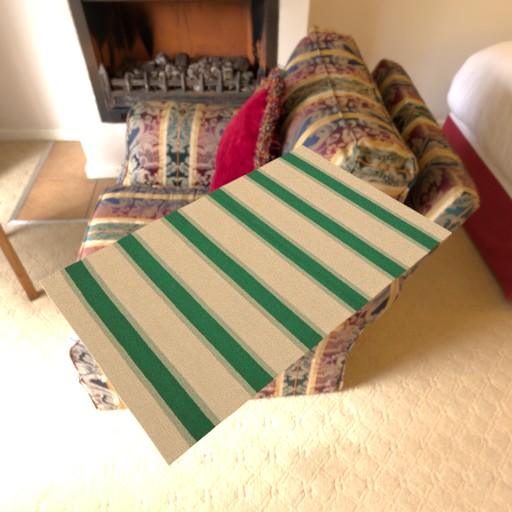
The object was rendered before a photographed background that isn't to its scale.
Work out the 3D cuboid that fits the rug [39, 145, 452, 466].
[{"bbox_3d":[0.000,0.000,3.044,2.436,0.015,1.521,-32,54,-27],"label":"rug"}]
